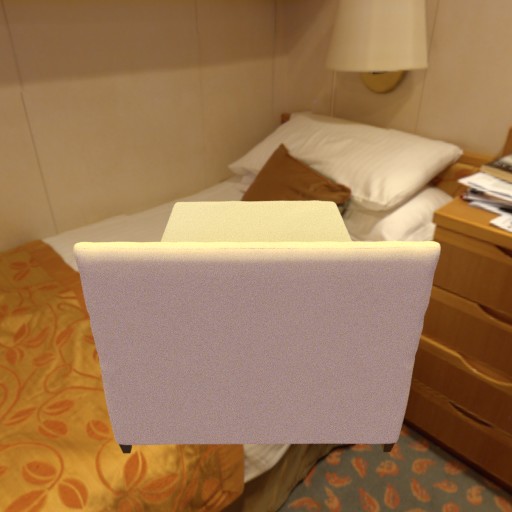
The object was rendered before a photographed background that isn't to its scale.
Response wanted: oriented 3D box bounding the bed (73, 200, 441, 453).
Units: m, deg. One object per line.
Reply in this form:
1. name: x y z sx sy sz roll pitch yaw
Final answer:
1. bed: 0.000 0.000 3.357 1.698 1.427 2.387 0 30 0
